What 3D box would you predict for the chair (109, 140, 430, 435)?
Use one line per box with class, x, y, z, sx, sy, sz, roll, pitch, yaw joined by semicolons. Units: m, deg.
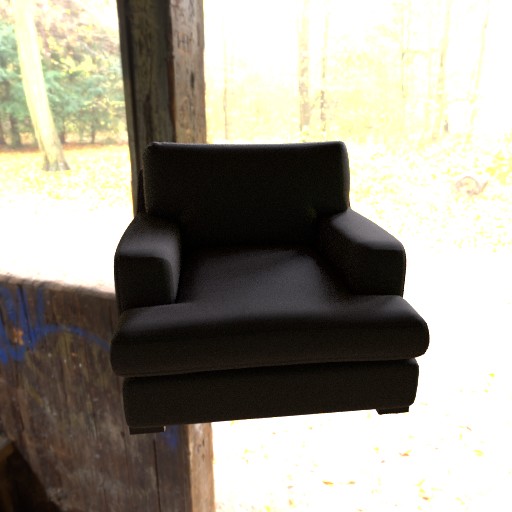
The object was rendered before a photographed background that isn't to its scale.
chair;0.000;0.000;1.957;1.168;0.940;1.143;-2;18;-7
